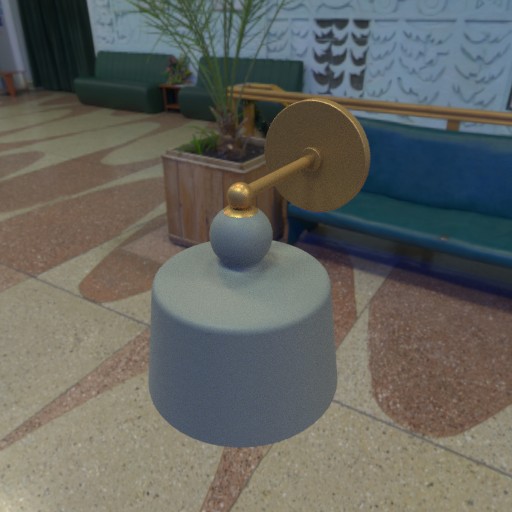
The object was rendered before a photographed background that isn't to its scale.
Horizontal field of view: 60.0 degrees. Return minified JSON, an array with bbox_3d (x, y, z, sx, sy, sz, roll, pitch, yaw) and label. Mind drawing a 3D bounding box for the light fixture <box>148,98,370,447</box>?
[{"bbox_3d":[0.000,0.000,0.444,0.204,0.268,0.254,17,33,29],"label":"light fixture"}]
